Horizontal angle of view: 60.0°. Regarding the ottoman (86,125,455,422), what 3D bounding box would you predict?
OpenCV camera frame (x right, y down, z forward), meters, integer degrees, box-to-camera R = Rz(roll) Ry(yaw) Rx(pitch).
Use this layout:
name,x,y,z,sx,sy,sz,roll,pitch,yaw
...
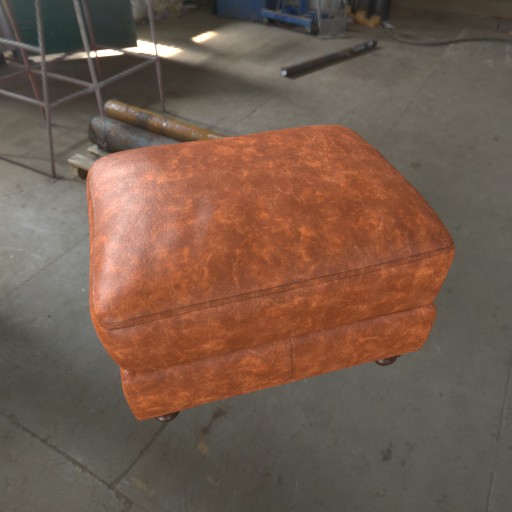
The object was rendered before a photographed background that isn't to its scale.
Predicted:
name,x,y,z,sx,sy,sz,roll,pitch,yaw
ottoman,0.000,0.000,1.236,0.832,0.562,0.657,-11,43,-12
